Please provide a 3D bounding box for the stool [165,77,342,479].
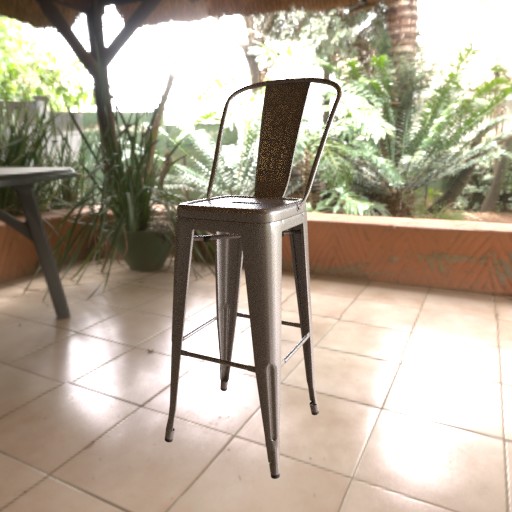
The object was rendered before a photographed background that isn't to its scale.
[{"bbox_3d":[0.000,0.000,1.367,0.399,1.096,0.513,6,15,25],"label":"stool"}]
